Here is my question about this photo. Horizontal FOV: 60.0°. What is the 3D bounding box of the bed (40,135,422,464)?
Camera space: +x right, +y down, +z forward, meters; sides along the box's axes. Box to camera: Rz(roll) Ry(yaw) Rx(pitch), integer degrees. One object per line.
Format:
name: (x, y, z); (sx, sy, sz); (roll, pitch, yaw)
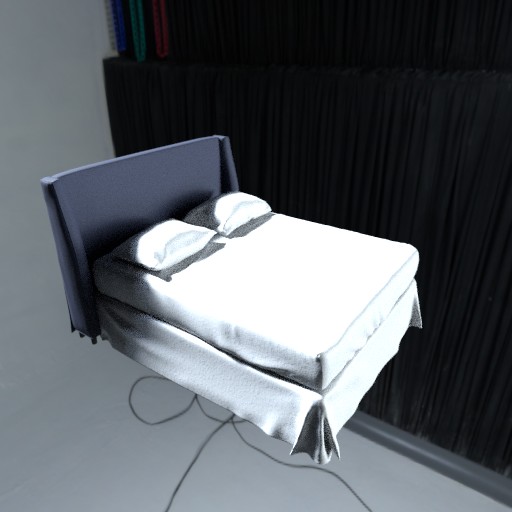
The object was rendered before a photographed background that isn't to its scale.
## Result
bed: (0.000, 0.000, 3.390); (2.276, 1.332, 1.925); (17, 31, 31)
